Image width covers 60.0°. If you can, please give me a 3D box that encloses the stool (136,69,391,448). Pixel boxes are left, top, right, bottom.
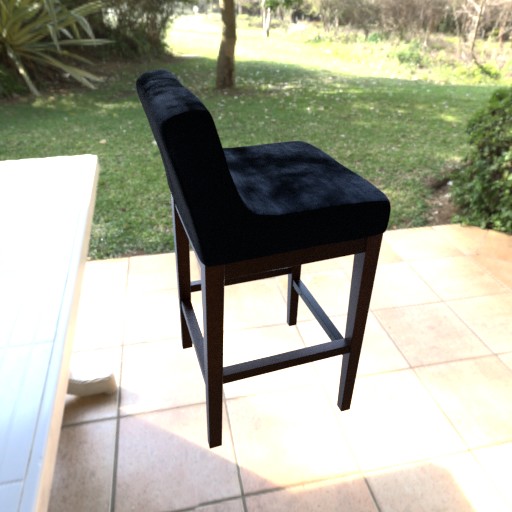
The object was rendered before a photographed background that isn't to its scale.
[{"bbox_3d":[0.000,0.000,1.256,0.516,0.945,0.511,-9,32,-16],"label":"stool"}]
